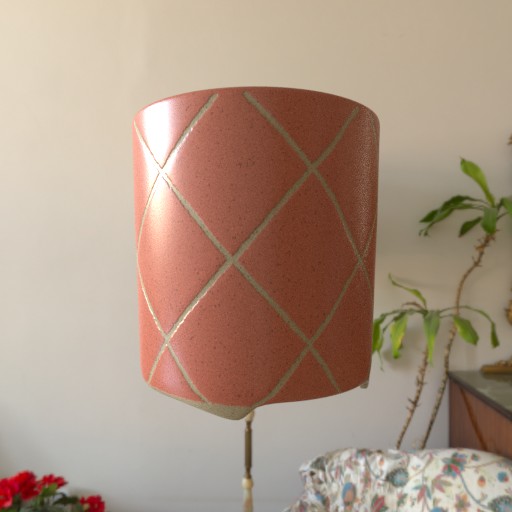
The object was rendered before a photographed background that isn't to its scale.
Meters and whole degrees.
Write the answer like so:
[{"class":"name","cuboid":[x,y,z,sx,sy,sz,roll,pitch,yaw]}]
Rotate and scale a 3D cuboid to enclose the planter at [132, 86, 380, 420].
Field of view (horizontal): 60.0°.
[{"class":"planter","cuboid":[0.000,0.000,0.354,0.191,0.200,0.191,0,0,0]}]
